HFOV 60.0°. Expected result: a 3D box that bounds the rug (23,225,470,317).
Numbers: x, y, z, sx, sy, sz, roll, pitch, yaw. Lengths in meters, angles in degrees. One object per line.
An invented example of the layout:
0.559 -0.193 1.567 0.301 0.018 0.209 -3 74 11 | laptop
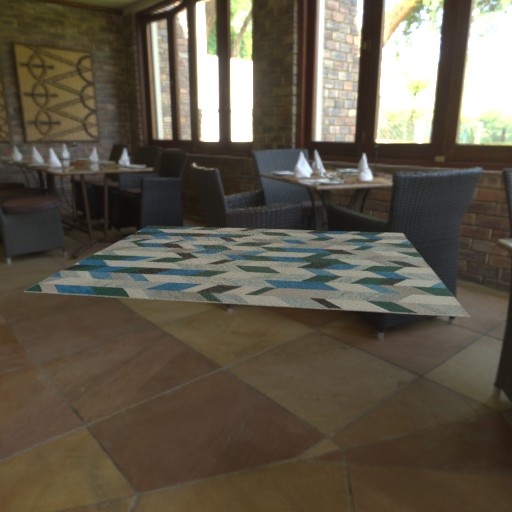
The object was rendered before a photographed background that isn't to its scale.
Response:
0.000 0.000 4.109 3.036 0.008 2.440 2 15 8 | rug
